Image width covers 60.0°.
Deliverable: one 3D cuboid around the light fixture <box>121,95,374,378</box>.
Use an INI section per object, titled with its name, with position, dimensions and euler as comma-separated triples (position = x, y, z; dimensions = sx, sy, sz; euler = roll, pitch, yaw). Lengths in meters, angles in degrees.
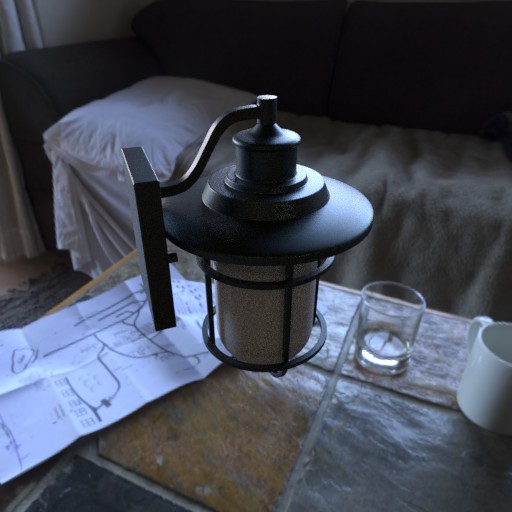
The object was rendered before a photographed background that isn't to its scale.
[light fixture]
position = 0.000, 0.000, 0.504
dimensions = 0.252, 0.345, 0.222
euler = -11, 32, -17
